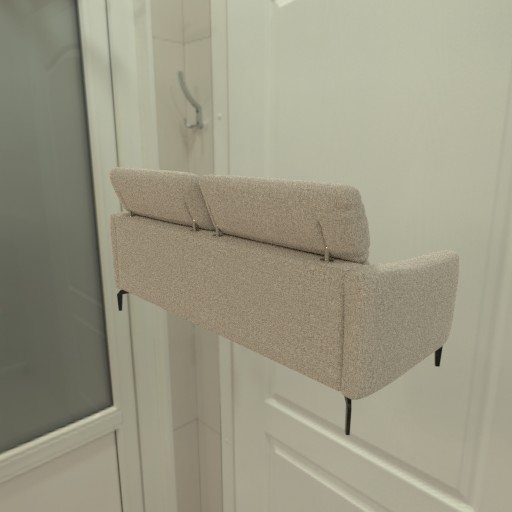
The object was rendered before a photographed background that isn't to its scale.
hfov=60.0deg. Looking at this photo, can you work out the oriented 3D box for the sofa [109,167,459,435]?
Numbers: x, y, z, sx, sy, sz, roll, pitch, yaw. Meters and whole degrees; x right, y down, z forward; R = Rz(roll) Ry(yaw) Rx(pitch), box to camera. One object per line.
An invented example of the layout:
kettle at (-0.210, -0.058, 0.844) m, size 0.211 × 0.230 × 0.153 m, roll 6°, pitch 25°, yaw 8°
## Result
sofa at (0.000, 0.000, 2.509) m, size 0.856 × 0.956 × 2.015 m, roll -13°, pitch 19°, yaw -42°
